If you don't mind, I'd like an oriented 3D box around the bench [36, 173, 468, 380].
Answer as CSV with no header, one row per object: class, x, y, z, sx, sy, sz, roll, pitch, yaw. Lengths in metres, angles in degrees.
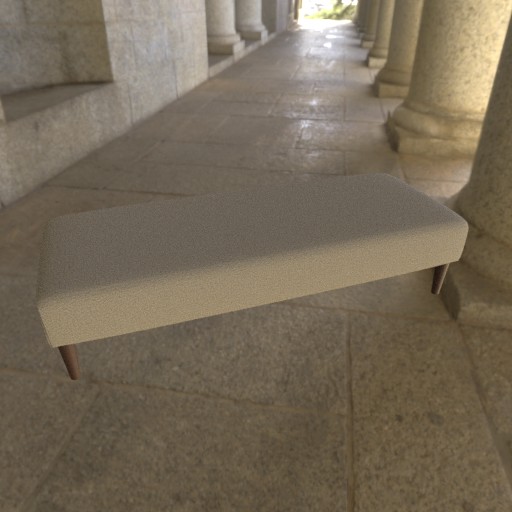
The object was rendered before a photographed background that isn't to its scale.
bench,0.000,0.000,1.865,1.609,0.393,0.646,-10,33,-17
